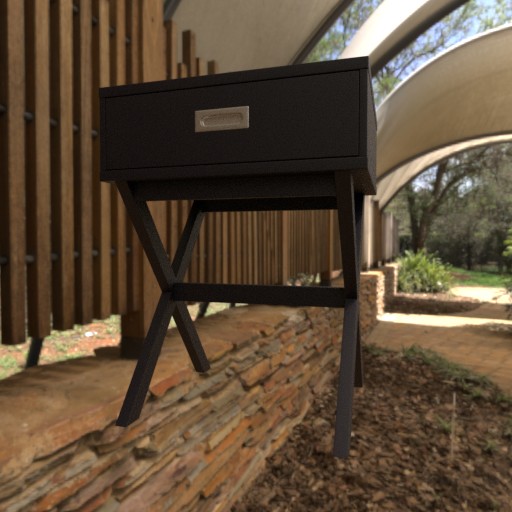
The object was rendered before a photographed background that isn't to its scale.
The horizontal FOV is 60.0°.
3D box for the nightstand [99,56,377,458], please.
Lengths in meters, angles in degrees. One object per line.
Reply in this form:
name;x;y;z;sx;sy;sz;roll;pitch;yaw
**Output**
nightstand;0.000;0.000;0.940;0.479;0.623;0.402;1;2;17
